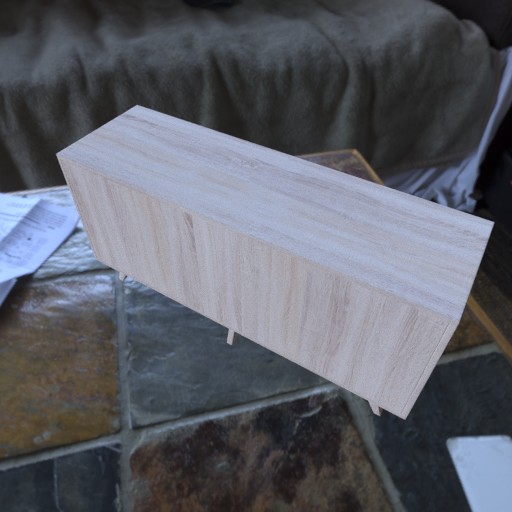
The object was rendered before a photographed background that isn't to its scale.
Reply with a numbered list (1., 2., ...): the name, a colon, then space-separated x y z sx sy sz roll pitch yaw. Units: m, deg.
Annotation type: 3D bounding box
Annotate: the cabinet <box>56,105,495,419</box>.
1. cabinet: 0.000 0.000 1.979 1.650 0.780 0.500 24 50 21
